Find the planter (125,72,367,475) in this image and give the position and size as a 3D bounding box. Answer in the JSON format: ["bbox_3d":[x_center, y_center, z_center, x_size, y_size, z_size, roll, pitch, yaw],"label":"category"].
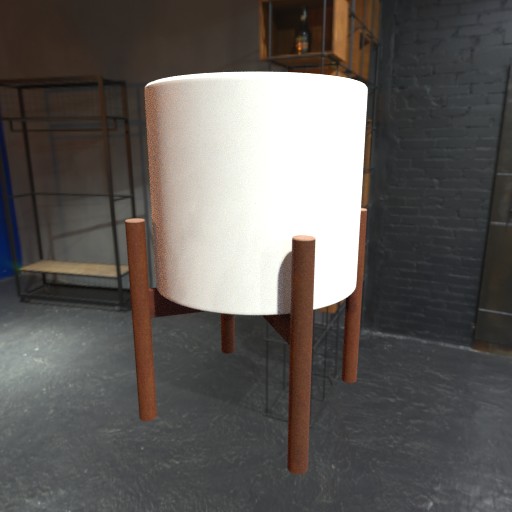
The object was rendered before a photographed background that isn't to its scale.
[{"bbox_3d":[0.000,0.000,0.501,0.224,0.358,0.224,7,16,26],"label":"planter"}]
